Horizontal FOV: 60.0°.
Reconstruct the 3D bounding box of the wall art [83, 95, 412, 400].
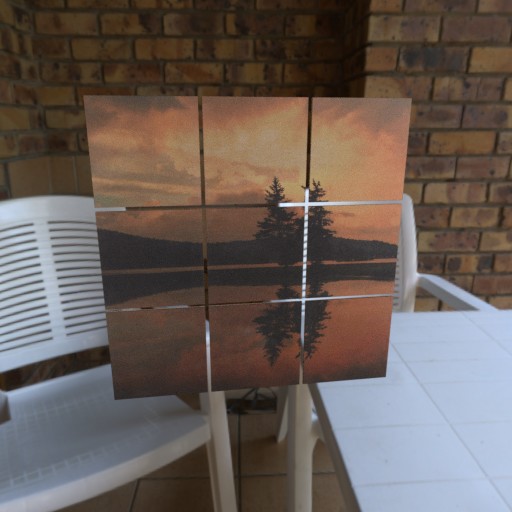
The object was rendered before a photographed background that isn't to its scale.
[{"bbox_3d":[0.000,0.000,2.253,1.520,1.525,0.013,-2,16,-8],"label":"wall art"}]
